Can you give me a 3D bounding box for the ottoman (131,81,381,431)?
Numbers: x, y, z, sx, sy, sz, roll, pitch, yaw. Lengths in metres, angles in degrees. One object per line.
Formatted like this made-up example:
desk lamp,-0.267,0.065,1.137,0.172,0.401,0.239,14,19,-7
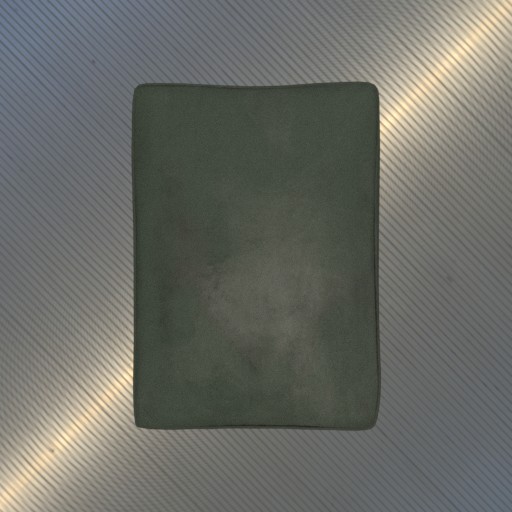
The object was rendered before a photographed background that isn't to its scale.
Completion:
ottoman,0.000,0.000,1.276,0.632,0.495,0.864,0,91,1
